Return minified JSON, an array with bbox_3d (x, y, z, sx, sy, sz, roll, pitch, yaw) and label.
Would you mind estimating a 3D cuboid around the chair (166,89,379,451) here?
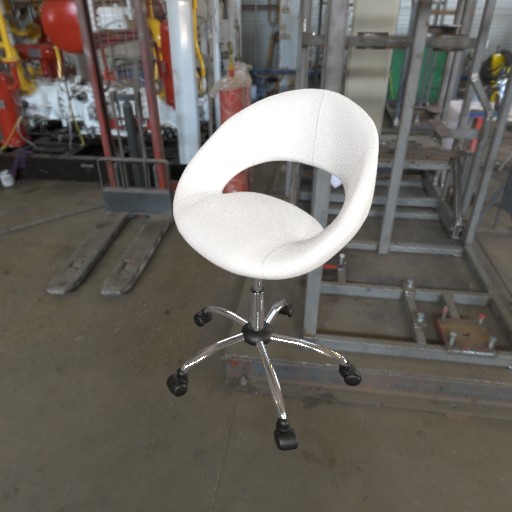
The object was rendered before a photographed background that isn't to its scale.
[{"bbox_3d":[0.000,0.000,1.179,0.538,0.791,0.612,-21,37,-32],"label":"chair"}]
